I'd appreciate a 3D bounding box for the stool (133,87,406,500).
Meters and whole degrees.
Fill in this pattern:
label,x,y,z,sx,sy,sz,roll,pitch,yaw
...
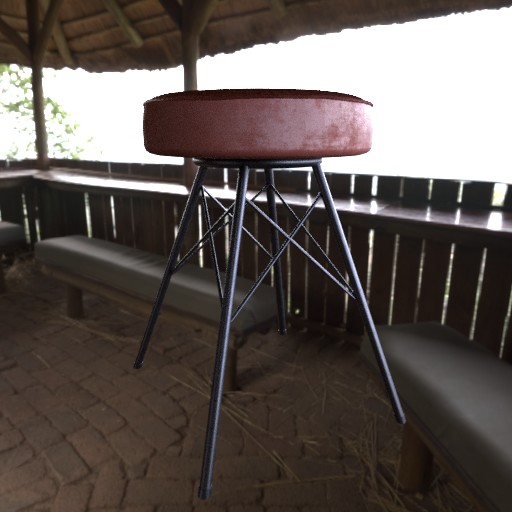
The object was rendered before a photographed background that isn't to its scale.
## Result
label,x,y,z,sx,sy,sz,roll,pitch,yaw
stool,0.000,0.000,0.868,0.421,0.593,0.457,-7,16,-26
